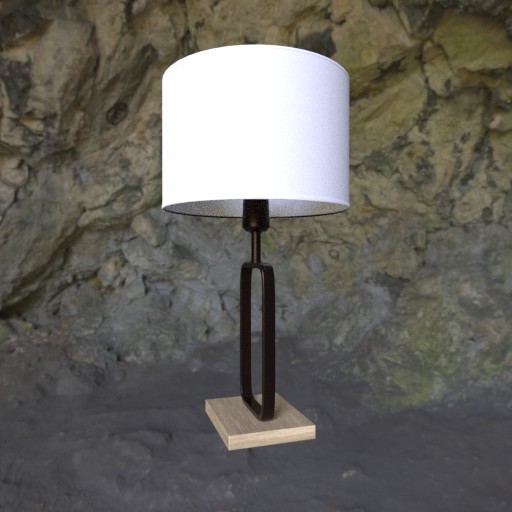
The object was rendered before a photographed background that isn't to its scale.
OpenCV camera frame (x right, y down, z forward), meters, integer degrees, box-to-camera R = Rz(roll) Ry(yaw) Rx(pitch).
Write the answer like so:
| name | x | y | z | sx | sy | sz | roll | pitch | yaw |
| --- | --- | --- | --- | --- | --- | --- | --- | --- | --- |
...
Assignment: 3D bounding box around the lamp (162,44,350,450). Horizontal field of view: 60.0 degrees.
| name | x | y | z | sx | sy | sz | roll | pitch | yaw |
| --- | --- | --- | --- | --- | --- | --- | --- | --- | --- |
| lamp | 0.000 | 0.000 | 0.672 | 0.279 | 0.508 | 0.279 | 0 | 0 | -18 |
